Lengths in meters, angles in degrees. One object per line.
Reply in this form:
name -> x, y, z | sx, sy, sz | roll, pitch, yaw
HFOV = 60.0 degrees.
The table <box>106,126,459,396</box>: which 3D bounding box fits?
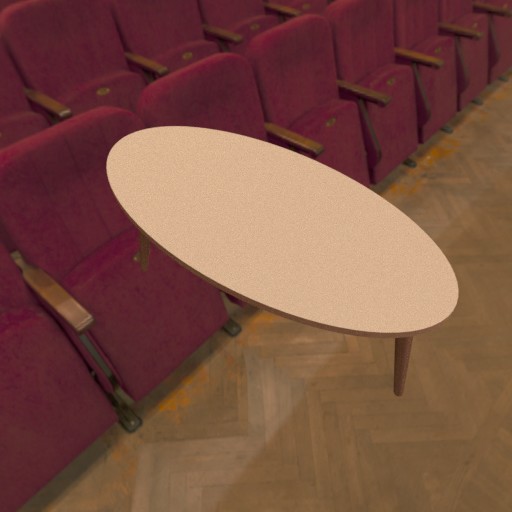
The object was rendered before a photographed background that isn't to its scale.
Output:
table -> 0.000, 0.000, 1.308 | 1.083, 0.390, 0.542 | 32, 53, 28
